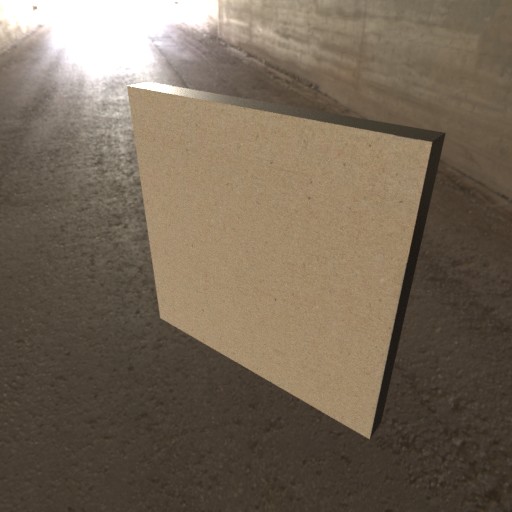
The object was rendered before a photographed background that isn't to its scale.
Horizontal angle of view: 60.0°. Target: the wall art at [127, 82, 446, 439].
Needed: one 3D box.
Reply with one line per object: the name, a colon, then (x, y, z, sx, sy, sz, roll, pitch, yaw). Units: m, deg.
wall art: (0.000, 0.000, 0.481, 0.327, 0.318, 0.029, 22, 38, 32)
